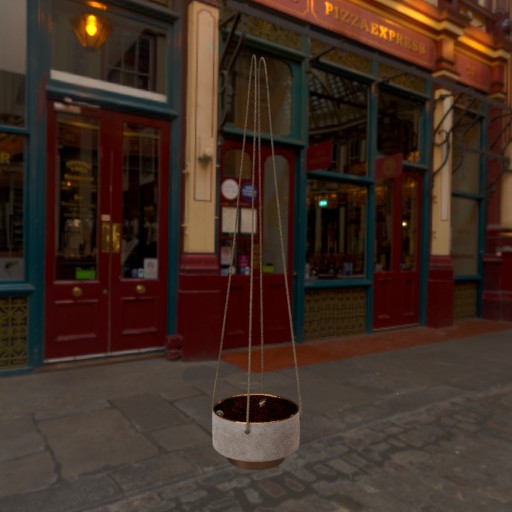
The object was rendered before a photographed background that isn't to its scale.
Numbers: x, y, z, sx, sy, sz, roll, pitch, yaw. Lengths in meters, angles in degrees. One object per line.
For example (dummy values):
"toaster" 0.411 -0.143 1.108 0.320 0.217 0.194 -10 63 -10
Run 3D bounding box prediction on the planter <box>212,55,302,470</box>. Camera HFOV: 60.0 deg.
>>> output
"planter" 0.000 0.000 1.140 0.223 1.030 0.223 0 0 -35
